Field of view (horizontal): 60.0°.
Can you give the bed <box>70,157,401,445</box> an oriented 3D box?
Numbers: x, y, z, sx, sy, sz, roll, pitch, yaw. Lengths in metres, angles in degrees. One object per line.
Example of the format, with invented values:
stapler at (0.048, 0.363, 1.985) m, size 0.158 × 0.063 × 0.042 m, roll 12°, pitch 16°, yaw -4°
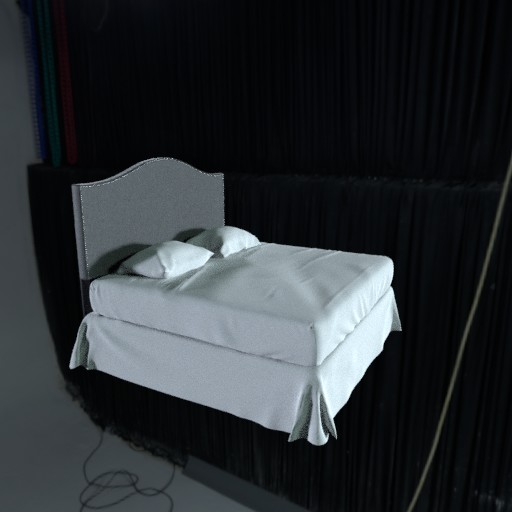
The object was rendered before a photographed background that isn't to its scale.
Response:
bed at (0.000, 0.000, 3.847) m, size 2.219 × 1.651 × 2.314 m, roll 7°, pitch 15°, yaw 28°
